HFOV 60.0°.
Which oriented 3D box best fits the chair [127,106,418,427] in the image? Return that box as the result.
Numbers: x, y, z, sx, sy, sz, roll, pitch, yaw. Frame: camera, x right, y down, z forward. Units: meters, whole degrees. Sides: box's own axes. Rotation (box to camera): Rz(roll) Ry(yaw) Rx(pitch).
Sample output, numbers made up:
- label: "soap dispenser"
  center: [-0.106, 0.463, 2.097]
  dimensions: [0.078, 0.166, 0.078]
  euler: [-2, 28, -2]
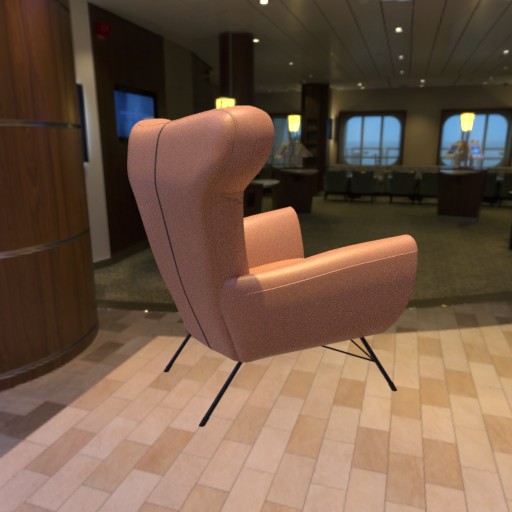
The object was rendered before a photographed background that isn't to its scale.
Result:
- label: "chair"
  center: [0.000, 0.000, 1.736]
  dimensions: [0.900, 1.050, 0.980]
  euler: [-8, 16, -27]
